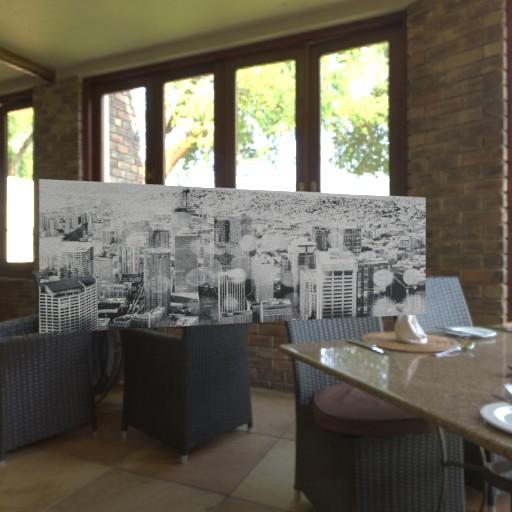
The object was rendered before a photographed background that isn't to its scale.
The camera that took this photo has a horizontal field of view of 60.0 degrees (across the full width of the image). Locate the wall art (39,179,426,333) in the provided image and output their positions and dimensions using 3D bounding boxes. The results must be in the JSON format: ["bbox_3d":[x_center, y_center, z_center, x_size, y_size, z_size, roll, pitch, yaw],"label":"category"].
[{"bbox_3d":[0.000,0.000,0.865,0.763,0.255,0.038,0,0,-18],"label":"wall art"}]
